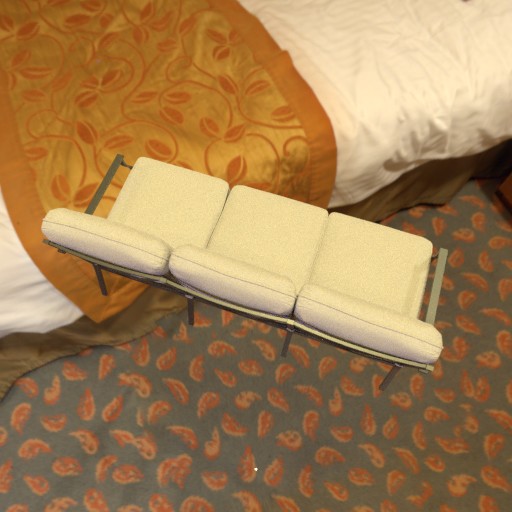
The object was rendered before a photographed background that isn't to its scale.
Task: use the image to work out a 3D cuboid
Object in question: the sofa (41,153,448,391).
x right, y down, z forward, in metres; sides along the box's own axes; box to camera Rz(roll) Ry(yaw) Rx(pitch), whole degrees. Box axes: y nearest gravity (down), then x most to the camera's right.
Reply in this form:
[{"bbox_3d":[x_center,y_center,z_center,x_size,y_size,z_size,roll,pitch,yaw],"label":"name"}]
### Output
[{"bbox_3d":[0.000,0.000,2.222,1.740,0.860,0.787,17,66,8],"label":"sofa"}]
